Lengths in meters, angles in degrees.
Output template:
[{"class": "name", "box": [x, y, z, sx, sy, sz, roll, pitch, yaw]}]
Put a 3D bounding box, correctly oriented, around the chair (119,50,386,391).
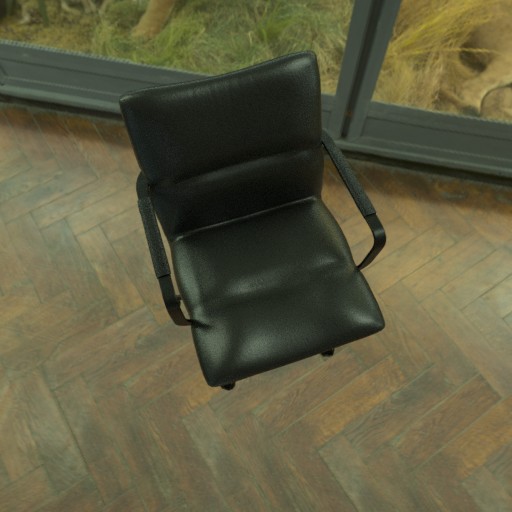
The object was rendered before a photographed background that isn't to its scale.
[{"class": "chair", "box": [0.000, 0.000, 1.469, 0.719, 0.922, 0.748, -17, 65, -8]}]
